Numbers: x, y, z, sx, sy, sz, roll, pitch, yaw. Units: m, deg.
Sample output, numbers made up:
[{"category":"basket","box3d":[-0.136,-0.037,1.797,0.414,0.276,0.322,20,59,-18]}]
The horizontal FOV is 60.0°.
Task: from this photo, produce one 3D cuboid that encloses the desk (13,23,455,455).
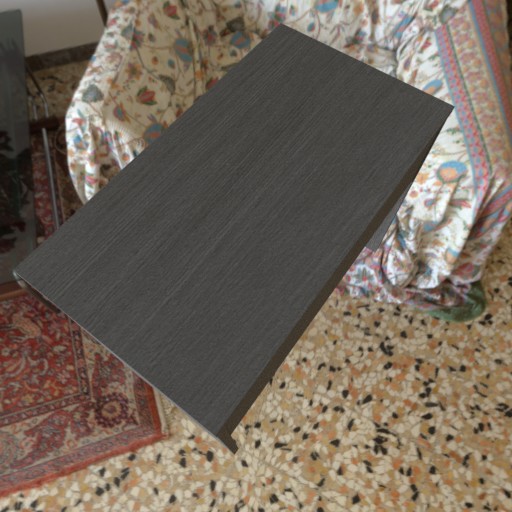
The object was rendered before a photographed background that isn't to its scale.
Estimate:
[{"category":"desk","box3d":[0.000,0.000,1.267,0.498,0.724,0.893,34,68,15]}]
